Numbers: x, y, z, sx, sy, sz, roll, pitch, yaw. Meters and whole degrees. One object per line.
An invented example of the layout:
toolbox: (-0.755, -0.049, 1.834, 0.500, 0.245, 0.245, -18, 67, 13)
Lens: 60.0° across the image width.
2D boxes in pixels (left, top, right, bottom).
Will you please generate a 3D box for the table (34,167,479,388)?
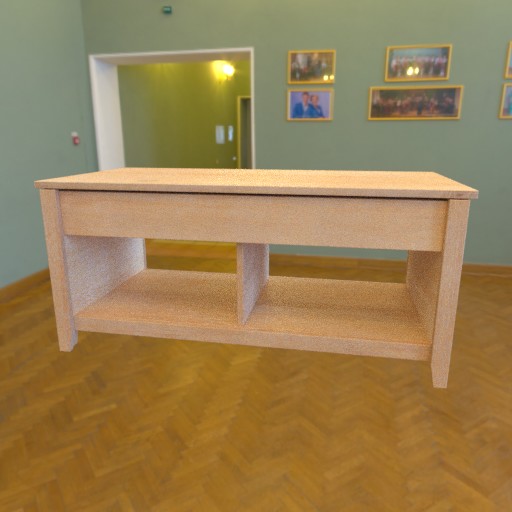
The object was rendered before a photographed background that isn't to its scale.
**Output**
table: (0.000, 0.000, 1.283, 1.016, 0.457, 0.483, 3, 16, 10)
